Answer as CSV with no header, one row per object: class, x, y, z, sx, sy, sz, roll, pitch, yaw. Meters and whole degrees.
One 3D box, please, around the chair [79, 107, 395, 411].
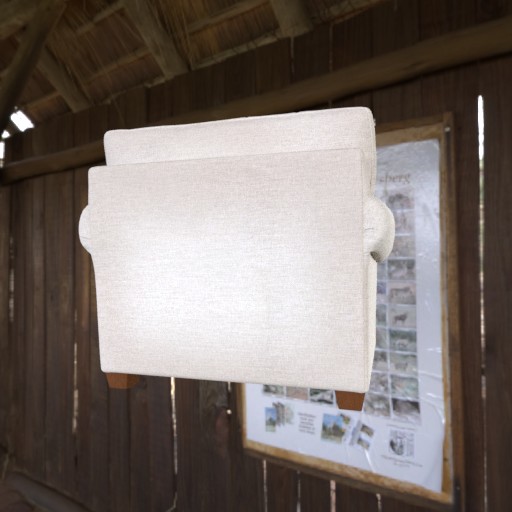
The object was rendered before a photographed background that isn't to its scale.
chair,0.000,0.000,1.829,1.092,0.961,0.965,0,-1,17
